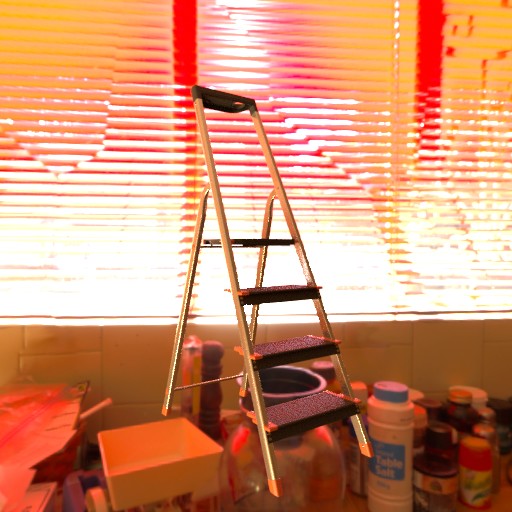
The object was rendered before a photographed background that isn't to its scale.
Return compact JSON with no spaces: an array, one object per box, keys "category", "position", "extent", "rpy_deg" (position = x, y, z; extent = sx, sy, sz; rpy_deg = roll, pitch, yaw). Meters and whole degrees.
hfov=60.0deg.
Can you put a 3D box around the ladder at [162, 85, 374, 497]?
[{"category":"ladder","position":[0.000,0.000,1.782],"extent":[0.452,1.429,0.834],"rpy_deg":[-1,2,-36]}]
